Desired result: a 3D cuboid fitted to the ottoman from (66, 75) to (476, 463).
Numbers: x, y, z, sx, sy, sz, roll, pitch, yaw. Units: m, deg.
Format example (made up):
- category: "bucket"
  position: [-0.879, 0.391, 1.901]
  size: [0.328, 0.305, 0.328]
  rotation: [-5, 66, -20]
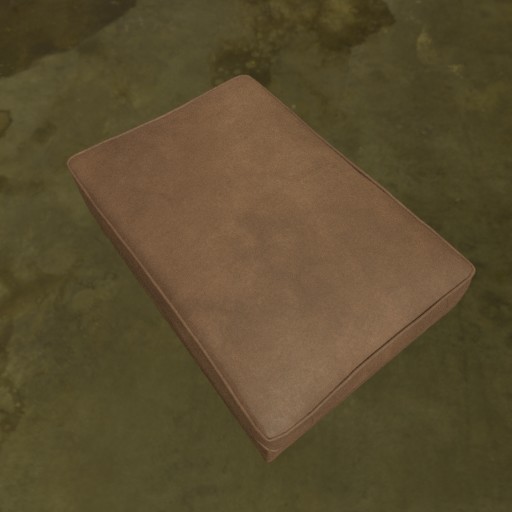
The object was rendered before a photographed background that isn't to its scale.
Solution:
- category: "ottoman"
  position: [0.000, 0.000, 1.192]
  size: [0.596, 0.481, 0.860]
  rotation: [-33, 64, -19]
